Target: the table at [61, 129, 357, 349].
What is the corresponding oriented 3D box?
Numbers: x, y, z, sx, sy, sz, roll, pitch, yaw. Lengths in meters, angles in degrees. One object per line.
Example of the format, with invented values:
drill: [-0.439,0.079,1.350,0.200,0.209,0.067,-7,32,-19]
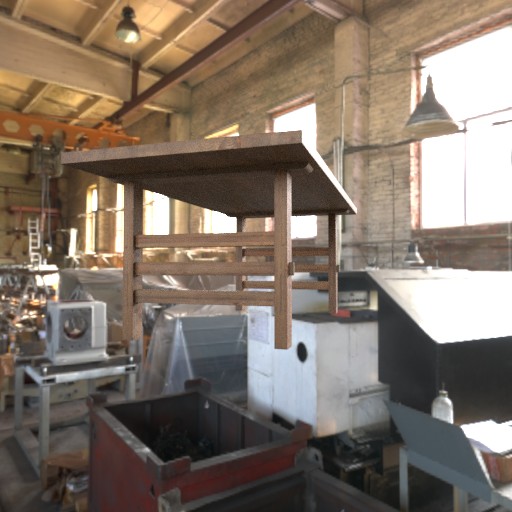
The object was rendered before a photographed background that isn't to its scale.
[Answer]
table: [0.000,0.000,2.519,0.952,0.760,2.003,-1,-2,18]
